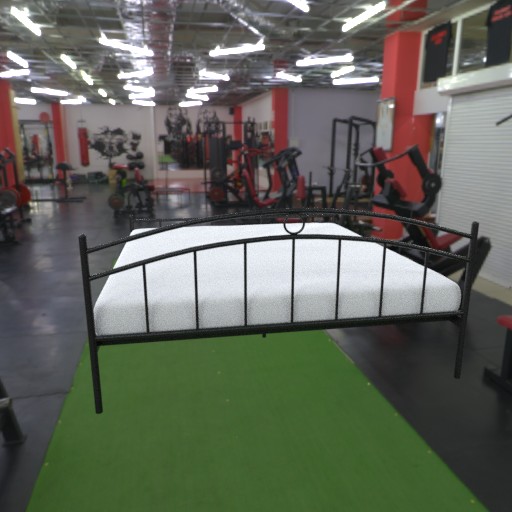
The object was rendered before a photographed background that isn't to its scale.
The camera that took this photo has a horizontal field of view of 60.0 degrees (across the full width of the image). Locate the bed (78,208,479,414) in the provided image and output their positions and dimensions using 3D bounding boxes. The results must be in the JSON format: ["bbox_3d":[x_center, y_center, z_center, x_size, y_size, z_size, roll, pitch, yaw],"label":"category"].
[{"bbox_3d":[0.000,0.000,3.082,1.880,0.940,2.040,-2,14,-10],"label":"bed"}]
